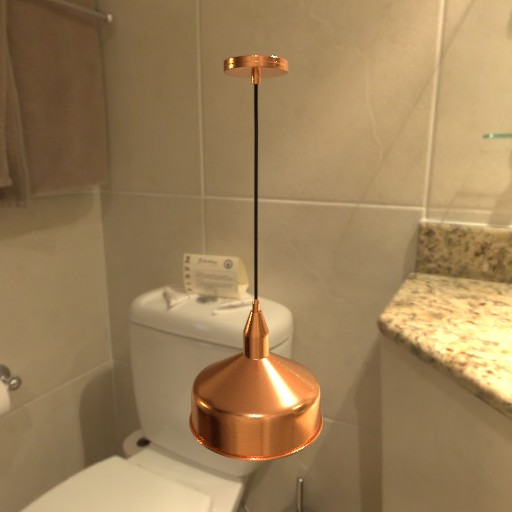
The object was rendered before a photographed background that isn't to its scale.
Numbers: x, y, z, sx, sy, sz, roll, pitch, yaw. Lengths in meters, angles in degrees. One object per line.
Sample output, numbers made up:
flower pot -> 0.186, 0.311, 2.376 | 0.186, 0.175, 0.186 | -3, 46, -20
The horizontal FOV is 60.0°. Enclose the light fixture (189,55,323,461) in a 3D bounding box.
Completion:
light fixture -> 0.000, 0.000, 0.925 | 0.301, 0.754, 0.301 | -2, 13, -10
